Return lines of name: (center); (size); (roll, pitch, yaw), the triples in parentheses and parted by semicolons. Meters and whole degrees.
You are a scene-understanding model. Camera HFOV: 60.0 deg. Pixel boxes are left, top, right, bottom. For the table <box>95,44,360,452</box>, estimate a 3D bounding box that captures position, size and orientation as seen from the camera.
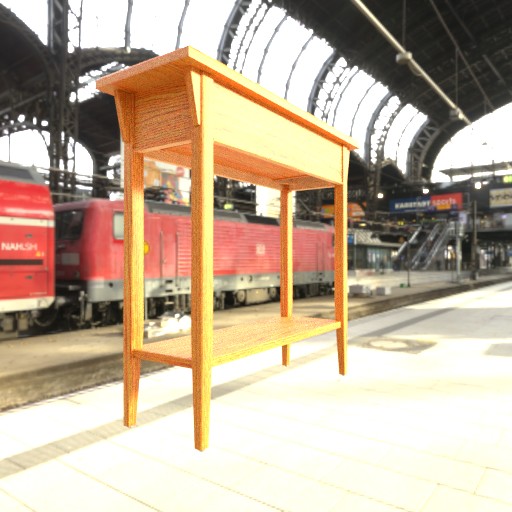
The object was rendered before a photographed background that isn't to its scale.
table: (0.000, 0.000, 1.123); (0.254, 0.711, 0.762); (0, 0, 35)
